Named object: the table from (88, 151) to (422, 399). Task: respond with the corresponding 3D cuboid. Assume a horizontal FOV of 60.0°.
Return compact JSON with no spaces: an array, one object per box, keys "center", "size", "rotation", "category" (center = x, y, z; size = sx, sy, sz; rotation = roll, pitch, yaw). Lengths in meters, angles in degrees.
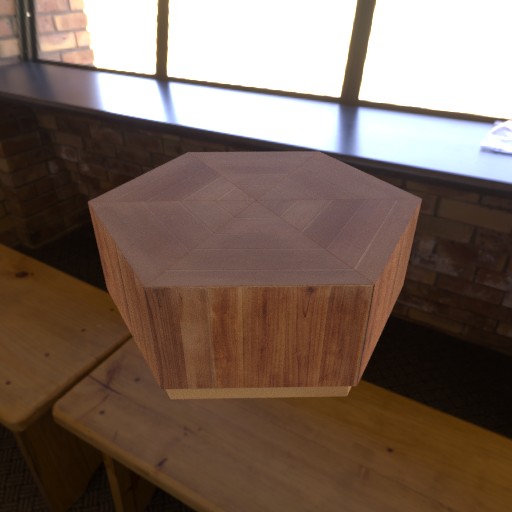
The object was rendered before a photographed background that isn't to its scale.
[{"center":[0.000,0.000,1.652],"size":[1.154,0.456,1.000],"rotation":[-1,32,-1],"category":"table"}]
